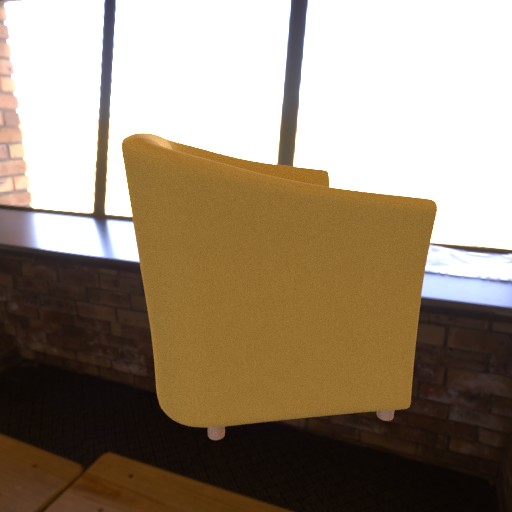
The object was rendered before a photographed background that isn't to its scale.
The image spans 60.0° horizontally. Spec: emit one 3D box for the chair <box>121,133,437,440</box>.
[{"bbox_3d":[0.000,0.000,1.344,0.700,0.720,0.790,-3,16,-9],"label":"chair"}]
